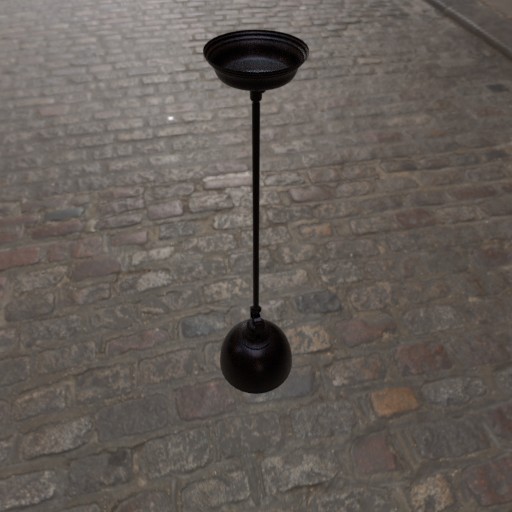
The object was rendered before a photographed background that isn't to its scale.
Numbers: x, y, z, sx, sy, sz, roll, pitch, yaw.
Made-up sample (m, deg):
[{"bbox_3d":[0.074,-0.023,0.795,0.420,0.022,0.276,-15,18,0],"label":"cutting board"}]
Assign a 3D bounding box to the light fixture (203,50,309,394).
[{"bbox_3d":[0.000,0.000,0.846,0.182,0.768,0.182,-9,47,-9],"label":"light fixture"}]
